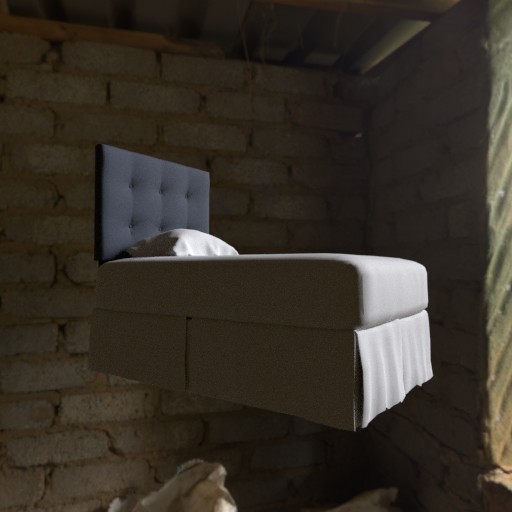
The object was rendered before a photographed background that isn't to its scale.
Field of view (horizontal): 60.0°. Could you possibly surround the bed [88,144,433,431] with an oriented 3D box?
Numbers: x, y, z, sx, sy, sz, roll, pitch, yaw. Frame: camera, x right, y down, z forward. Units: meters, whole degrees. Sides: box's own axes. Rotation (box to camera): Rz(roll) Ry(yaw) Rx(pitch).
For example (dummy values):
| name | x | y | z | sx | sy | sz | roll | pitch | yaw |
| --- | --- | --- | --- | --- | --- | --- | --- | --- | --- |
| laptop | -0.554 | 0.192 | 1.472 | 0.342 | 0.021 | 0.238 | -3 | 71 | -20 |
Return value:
| name | x | y | z | sx | sy | sz | roll | pitch | yaw |
| --- | --- | --- | --- | --- | --- | --- | --- | --- | --- |
| bed | 0.000 | 0.000 | 2.964 | 1.997 | 1.571 | 1.261 | -1 | -2 | 35 |
